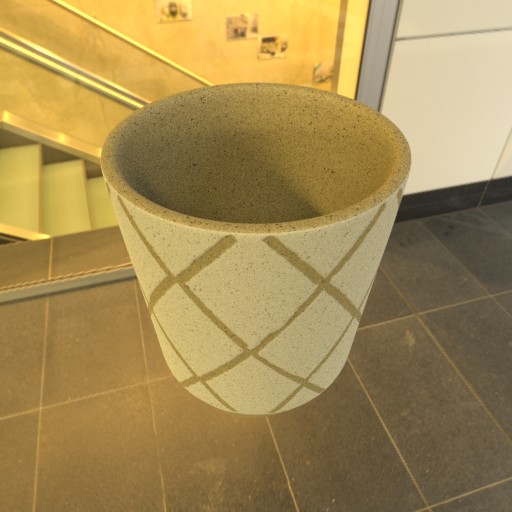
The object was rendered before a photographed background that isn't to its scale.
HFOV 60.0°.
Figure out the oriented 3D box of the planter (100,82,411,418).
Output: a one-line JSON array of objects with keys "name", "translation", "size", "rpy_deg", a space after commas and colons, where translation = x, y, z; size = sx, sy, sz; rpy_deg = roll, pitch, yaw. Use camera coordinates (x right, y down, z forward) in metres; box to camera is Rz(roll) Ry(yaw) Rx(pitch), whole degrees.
[{"name": "planter", "translation": [0.000, 0.000, 0.345], "size": [0.191, 0.199, 0.191], "rpy_deg": [0, 42, 0]}]
